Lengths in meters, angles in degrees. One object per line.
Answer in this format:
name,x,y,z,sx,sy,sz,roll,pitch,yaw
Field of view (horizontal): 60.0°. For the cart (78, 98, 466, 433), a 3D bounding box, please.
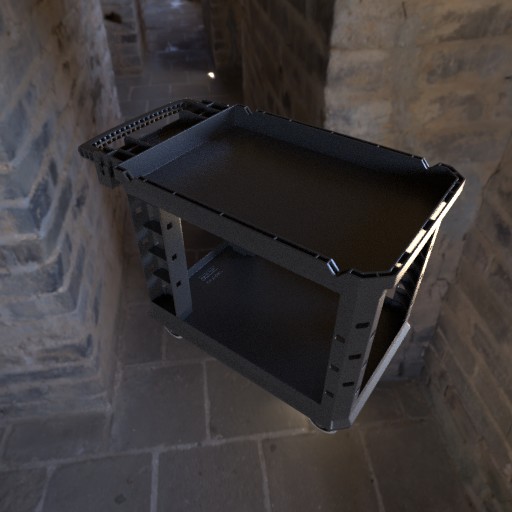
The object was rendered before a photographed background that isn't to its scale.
cart,0.000,0.000,1.795,1.239,0.884,0.674,25,47,27
